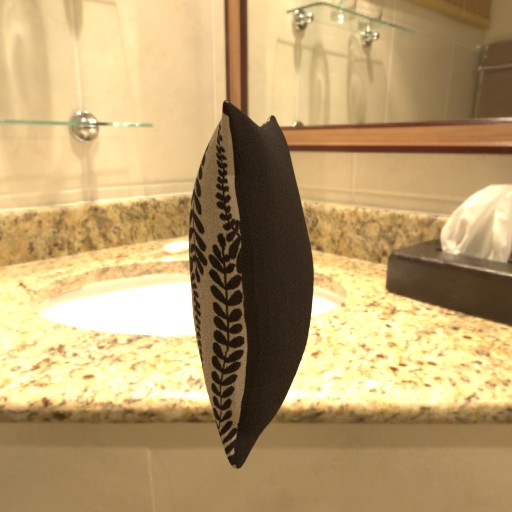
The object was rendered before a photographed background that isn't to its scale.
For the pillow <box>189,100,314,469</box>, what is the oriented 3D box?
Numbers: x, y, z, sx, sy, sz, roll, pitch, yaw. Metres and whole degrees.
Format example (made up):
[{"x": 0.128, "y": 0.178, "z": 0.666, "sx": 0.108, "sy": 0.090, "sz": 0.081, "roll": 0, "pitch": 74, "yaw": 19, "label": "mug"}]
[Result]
[{"x": 0.000, "y": 0.000, "z": 0.693, "sx": 0.182, "sy": 0.441, "sz": 0.440, "roll": 2, "pitch": 15, "yaw": 8, "label": "pillow"}]
